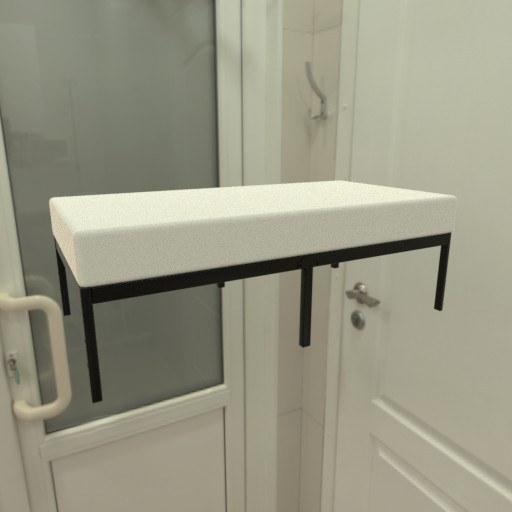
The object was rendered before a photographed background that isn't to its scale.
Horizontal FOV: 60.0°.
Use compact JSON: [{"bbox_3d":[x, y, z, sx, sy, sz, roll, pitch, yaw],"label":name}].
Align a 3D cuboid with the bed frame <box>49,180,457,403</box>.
[{"bbox_3d":[0.000,0.000,2.450,1.950,0.659,1.023,-8,17,-28],"label":"bed frame"}]
